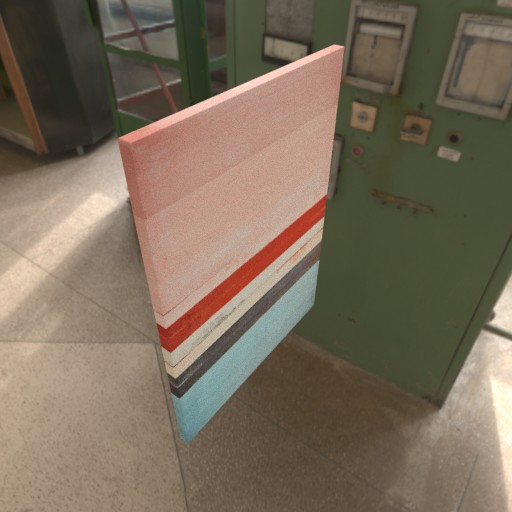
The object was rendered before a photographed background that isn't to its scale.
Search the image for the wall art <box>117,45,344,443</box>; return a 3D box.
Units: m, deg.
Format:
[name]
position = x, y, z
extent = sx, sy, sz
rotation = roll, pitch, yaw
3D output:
[wall art]
position = 0.000, 0.000, 1.321
extent = 0.039, 1.016, 0.761
rotation = 26, 46, 28
